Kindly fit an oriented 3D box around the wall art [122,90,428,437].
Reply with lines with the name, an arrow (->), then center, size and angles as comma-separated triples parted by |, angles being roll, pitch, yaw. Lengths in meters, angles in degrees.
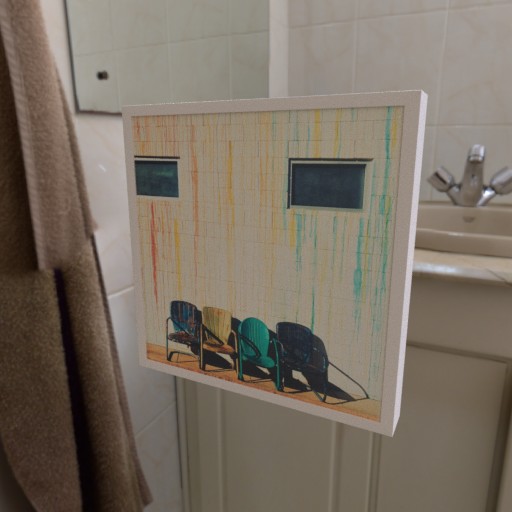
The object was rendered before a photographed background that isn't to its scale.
wall art -> 0.000, 0.000, 0.460 | 0.305, 0.305, 0.038 | 7, 16, 26
